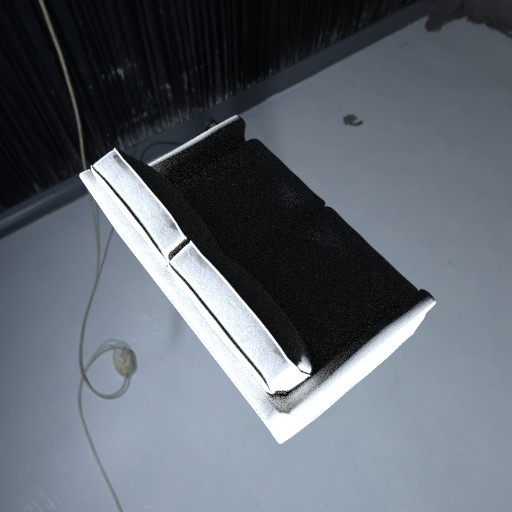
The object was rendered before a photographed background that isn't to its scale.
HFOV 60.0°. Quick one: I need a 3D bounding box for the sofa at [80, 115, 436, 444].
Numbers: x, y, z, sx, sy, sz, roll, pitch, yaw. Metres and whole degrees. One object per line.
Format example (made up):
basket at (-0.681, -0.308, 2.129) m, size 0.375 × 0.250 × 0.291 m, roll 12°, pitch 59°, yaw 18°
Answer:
sofa at (0.000, 0.000, 2.366) m, size 1.084 × 1.003 × 1.597 m, roll -34°, pitch 66°, yaw -18°
